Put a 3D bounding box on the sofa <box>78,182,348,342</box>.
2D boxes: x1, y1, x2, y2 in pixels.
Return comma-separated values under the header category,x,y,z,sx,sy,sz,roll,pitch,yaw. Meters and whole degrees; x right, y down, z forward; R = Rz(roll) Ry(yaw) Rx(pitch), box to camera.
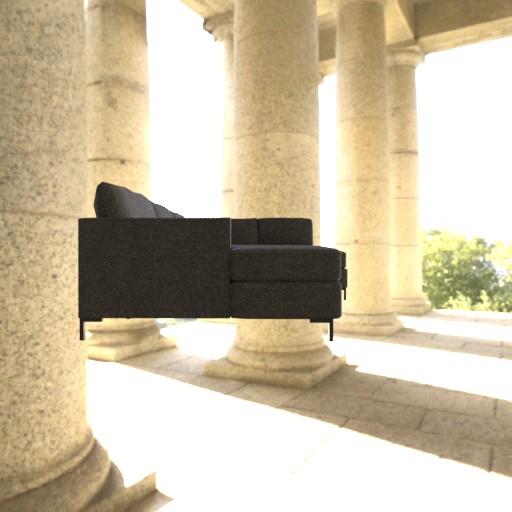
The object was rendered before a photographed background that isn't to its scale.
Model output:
category,x,y,z,sx,sy,sz,roll,pitch,yaw
sofa,0.000,0.000,4.274,2.048,0.999,3.423,0,0,1
